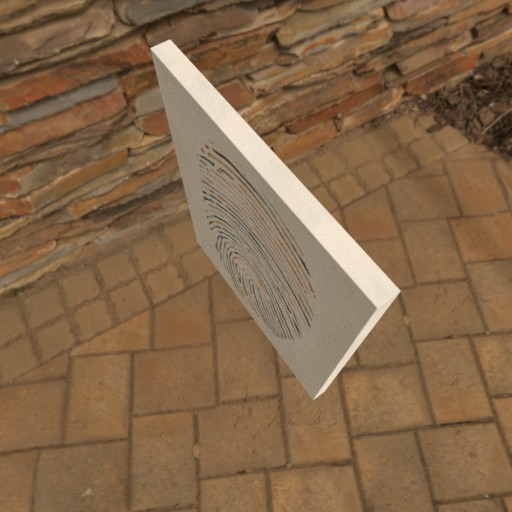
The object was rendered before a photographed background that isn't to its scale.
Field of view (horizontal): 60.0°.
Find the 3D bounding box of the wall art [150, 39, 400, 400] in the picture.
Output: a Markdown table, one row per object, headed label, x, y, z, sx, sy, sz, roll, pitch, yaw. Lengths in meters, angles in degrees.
| label | x | y | z | sx | sy | sz | roll | pitch | yaw |
| --- | --- | --- | --- | --- | --- | --- | --- | --- | --- |
| wall art | 0.000 | 0.000 | 0.849 | 0.037 | 0.606 | 0.508 | -32 | 67 | -15 |
